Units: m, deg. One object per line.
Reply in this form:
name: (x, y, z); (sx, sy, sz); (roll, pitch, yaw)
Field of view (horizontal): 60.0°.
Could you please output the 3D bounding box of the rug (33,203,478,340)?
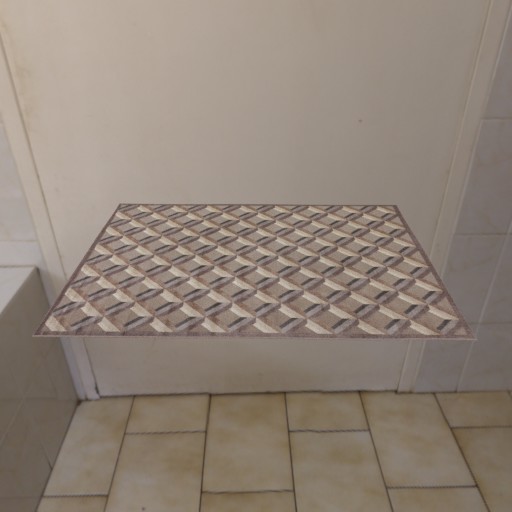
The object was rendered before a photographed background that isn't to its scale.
rug: (0.000, 0.000, 2.920); (2.260, 0.013, 1.600); (0, 31, 1)
